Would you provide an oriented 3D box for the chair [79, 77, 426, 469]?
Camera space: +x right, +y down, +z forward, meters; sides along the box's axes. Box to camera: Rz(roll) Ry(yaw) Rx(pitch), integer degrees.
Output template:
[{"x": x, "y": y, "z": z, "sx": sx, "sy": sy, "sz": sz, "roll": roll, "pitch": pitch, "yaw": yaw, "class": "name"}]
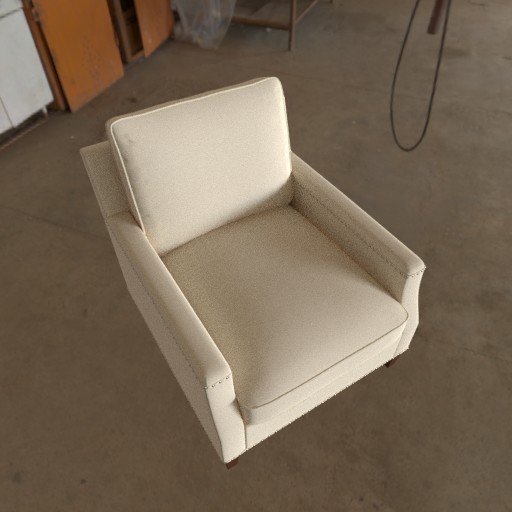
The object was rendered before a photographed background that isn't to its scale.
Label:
[{"x": 0.000, "y": 0.000, "z": 1.651, "sx": 0.853, "sy": 0.943, "sz": 1.014, "roll": -24, "pitch": 51, "yaw": -22, "class": "chair"}]
